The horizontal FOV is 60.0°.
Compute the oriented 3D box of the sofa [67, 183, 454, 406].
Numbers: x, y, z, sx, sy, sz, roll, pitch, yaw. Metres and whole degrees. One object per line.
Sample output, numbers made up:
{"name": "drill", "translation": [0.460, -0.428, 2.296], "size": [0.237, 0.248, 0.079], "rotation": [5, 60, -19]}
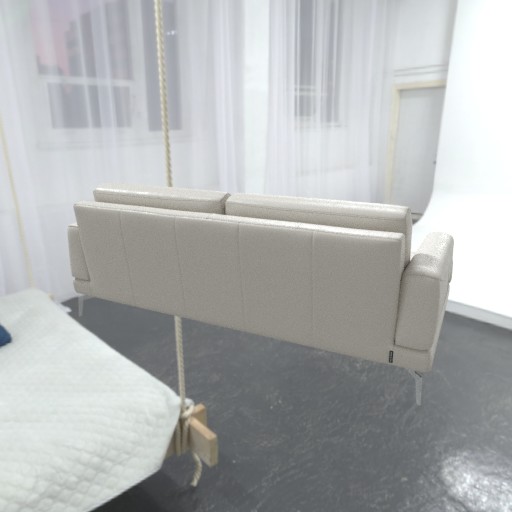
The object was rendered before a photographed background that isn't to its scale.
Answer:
{"name": "sofa", "translation": [0.000, 0.000, 2.406], "size": [1.940, 0.765, 0.974], "rotation": [8, 18, 26]}
